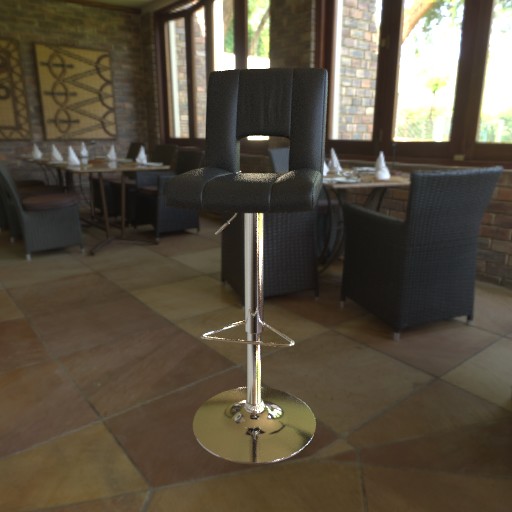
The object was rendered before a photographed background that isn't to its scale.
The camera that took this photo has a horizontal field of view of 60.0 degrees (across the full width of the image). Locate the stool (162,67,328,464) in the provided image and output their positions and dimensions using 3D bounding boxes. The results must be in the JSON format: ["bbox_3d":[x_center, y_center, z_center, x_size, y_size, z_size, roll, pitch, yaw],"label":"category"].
[{"bbox_3d":[0.000,0.000,1.386,0.415,1.151,0.520,3,16,10],"label":"stool"}]
